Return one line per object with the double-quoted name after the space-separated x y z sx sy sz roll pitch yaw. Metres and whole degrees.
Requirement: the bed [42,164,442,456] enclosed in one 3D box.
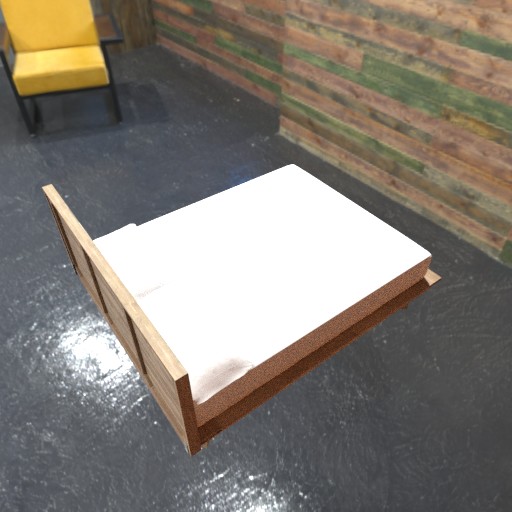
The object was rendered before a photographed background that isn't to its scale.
0.000 0.000 3.162 2.145 1.071 1.759 -27 49 -26 "bed"
